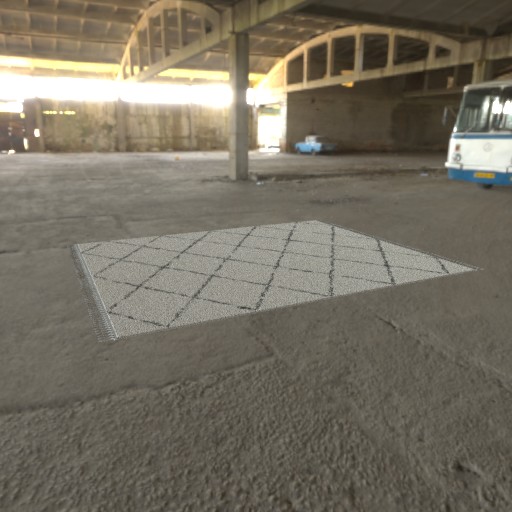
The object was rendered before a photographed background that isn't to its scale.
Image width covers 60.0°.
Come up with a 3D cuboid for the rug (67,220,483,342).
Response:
[{"bbox_3d":[0.000,0.000,4.050,3.051,0.013,2.380,-7,17,-25],"label":"rug"}]
